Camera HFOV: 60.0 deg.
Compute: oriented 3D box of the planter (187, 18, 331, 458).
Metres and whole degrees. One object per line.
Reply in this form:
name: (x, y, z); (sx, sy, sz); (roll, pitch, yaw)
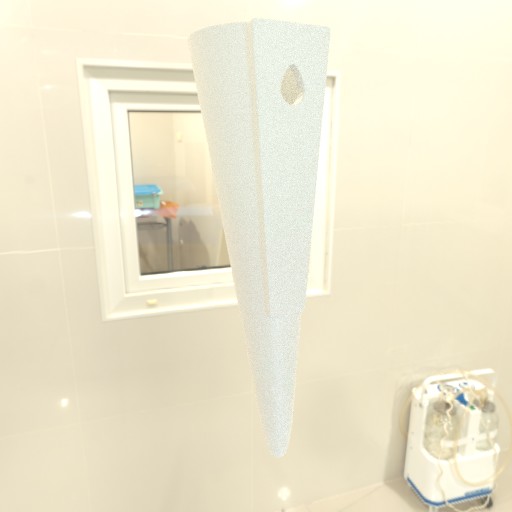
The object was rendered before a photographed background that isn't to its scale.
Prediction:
planter: (0.000, 0.000, 0.215); (0.057, 0.193, 0.064); (-8, 17, -25)
